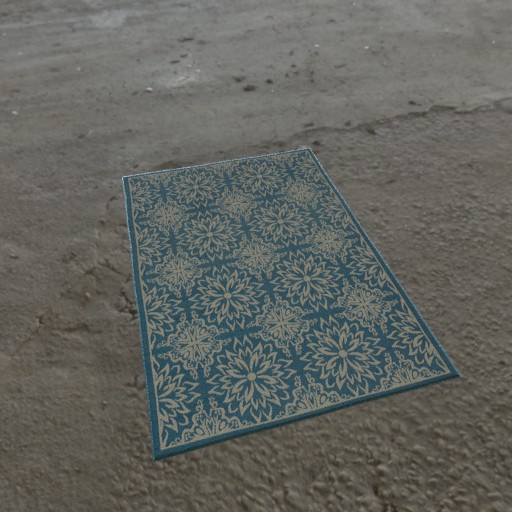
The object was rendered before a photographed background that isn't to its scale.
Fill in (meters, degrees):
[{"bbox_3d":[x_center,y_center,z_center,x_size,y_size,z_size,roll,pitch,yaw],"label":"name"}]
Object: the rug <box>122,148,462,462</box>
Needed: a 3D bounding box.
[{"bbox_3d":[0.000,0.000,2.839,1.554,0.012,2.205,-11,47,-11],"label":"rug"}]
